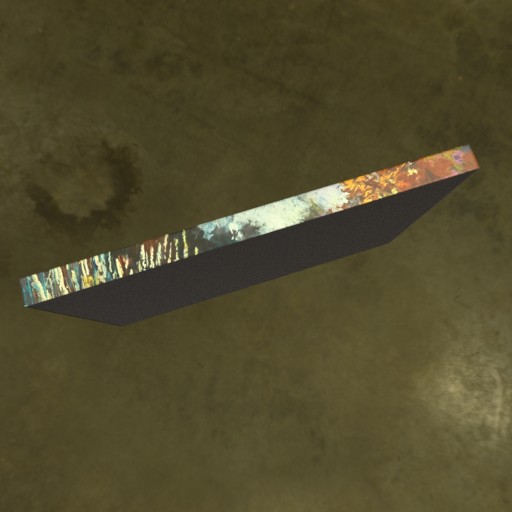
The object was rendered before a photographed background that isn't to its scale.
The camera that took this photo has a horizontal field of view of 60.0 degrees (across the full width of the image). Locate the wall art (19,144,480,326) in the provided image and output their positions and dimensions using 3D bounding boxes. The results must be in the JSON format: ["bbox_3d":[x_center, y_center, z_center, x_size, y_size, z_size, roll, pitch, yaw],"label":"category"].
[{"bbox_3d":[0.000,0.000,0.769,0.610,0.406,0.037,-17,78,-4],"label":"wall art"}]
